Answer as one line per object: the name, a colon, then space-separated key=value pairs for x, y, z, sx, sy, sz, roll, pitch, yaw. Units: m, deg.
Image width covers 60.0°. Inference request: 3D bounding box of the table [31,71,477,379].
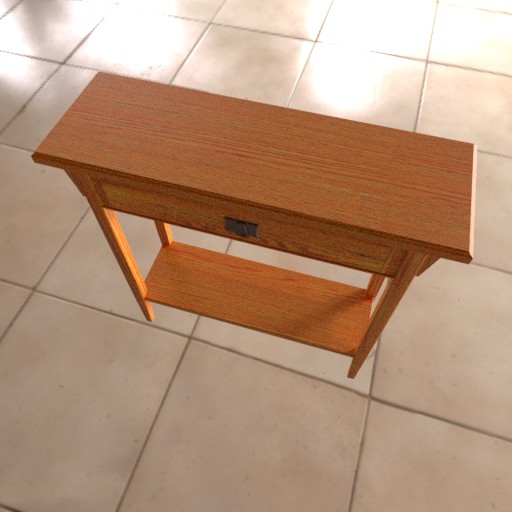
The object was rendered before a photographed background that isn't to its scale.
table: x=0.000 y=0.000 z=1.089 sx=0.762 sy=0.711 sz=0.254 roll=14 pitch=58 yaw=9
